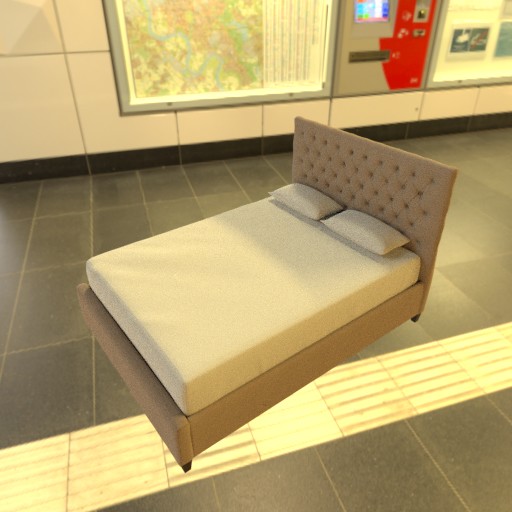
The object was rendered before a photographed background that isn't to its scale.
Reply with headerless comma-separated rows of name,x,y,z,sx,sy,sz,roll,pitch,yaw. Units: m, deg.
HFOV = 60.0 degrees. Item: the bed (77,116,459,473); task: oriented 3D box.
bed,0.000,0.000,3.457,2.387,1.427,1.698,-22,39,-31
